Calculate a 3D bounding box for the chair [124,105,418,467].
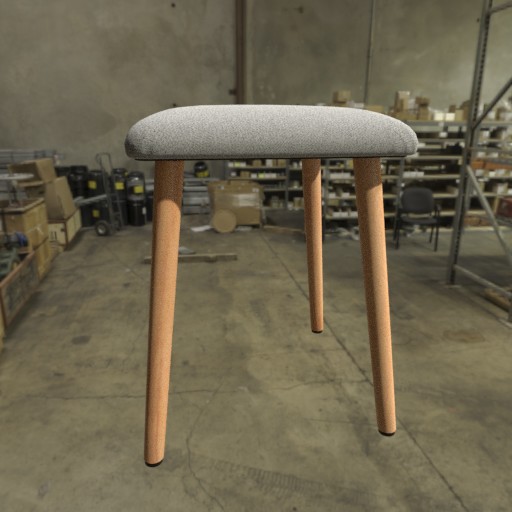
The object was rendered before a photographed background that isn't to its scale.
[{"bbox_3d":[0.000,0.000,0.685,0.350,0.440,0.350,-3,17,-10],"label":"chair"}]
